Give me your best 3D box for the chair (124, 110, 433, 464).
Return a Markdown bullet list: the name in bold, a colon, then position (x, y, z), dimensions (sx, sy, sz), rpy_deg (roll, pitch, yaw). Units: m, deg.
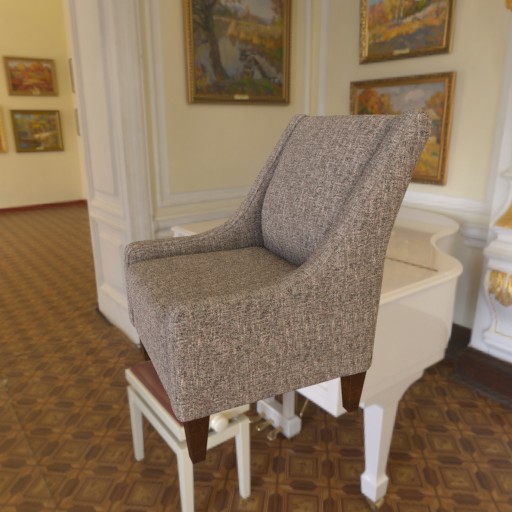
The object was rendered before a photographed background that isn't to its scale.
- **chair**: position (0.000, 0.000, 1.635), dimensions (0.870, 1.014, 0.774), rpy_deg (-8, 18, -24)
